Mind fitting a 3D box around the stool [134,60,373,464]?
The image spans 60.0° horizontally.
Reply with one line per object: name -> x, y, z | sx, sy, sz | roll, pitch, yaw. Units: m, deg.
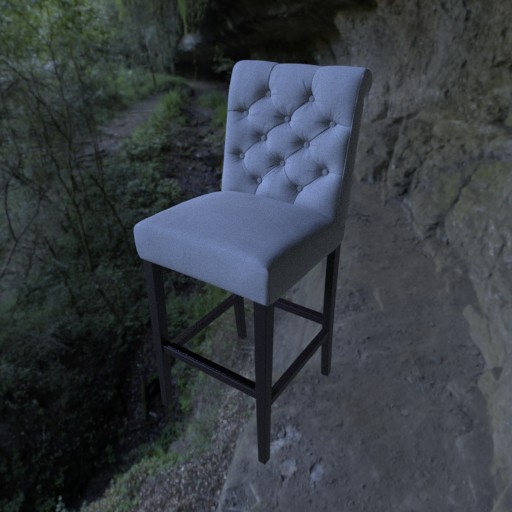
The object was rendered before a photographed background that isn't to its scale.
stool -> 0.000, 0.000, 1.470 | 0.493, 1.140, 0.601 | 18, 33, 29
